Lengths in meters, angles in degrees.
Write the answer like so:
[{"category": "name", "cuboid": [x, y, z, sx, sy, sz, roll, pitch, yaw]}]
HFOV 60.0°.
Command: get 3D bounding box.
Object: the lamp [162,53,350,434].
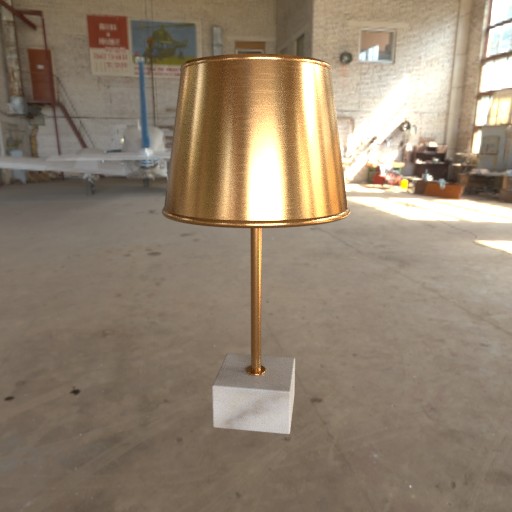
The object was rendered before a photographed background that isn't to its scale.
[{"category": "lamp", "cuboid": [0.000, 0.000, 0.514, 0.208, 0.406, 0.208, 0, 14, 0]}]
